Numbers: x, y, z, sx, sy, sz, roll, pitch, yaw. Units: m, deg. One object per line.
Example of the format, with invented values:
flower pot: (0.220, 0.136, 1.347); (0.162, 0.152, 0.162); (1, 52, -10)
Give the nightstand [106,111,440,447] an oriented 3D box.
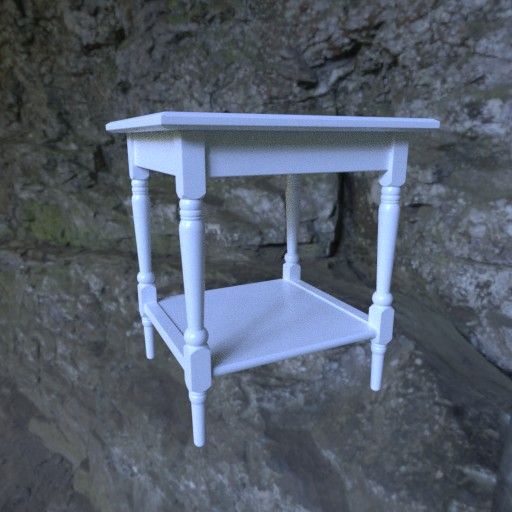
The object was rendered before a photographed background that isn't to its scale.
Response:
nightstand: (0.000, 0.000, 0.948); (0.505, 0.555, 0.459); (-7, 16, -26)
